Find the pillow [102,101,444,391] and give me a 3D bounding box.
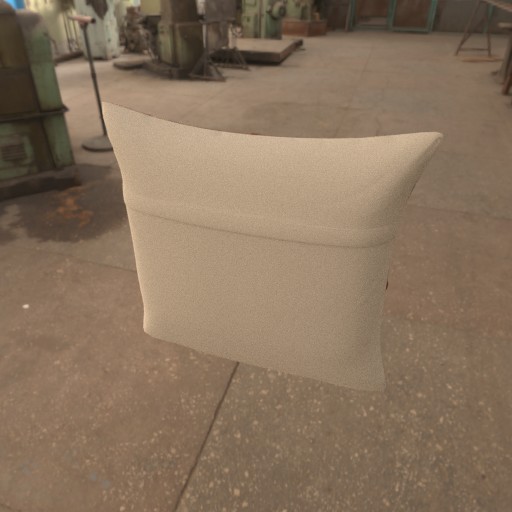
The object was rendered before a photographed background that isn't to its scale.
[{"bbox_3d":[0.000,0.000,0.753,0.501,0.477,0.192,10,34,16],"label":"pillow"}]
